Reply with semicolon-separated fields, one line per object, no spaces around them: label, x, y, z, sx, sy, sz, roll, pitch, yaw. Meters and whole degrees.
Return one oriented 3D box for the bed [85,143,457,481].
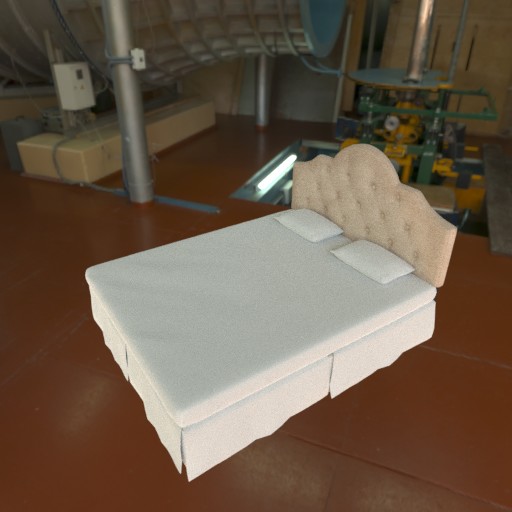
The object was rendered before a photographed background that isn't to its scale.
bed;0.000;0.000;2.962;1.970;1.194;1.667;-19;35;-29
